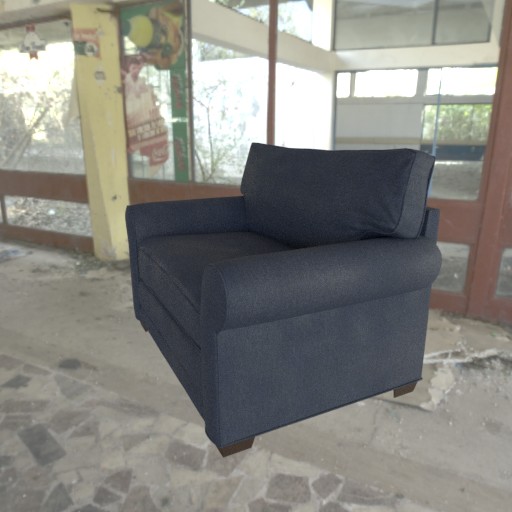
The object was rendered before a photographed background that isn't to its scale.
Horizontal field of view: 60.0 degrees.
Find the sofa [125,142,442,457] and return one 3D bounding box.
[{"bbox_3d":[0.000,0.000,2.061,0.938,1.004,1.405,-8,18,-26],"label":"sofa"}]
